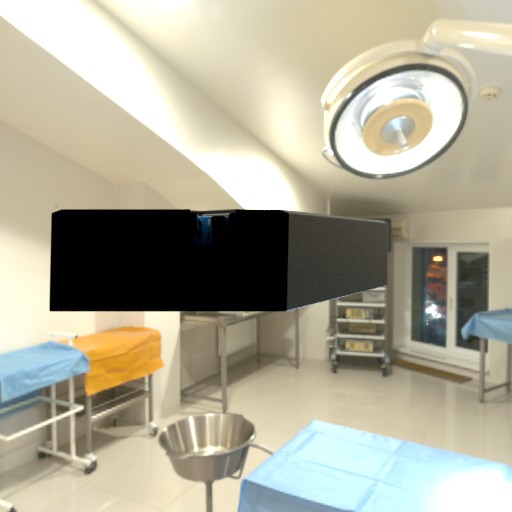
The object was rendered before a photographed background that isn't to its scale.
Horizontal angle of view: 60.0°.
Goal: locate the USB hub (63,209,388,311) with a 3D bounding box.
[{"bbox_3d":[0.000,0.000,0.128,0.044,0.023,0.110,1,2,34],"label":"USB hub"}]
